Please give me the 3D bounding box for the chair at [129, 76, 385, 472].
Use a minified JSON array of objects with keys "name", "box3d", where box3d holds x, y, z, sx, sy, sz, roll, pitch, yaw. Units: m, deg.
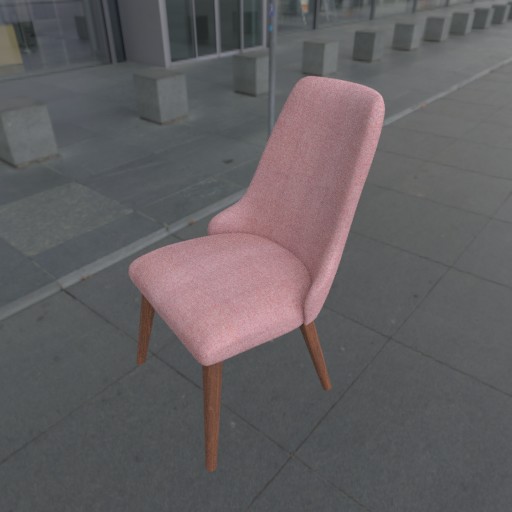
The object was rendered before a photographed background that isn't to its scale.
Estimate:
[{"name":"chair","box3d":[0.000,0.000,1.346,0.707,0.918,0.535,-21,39,-29]}]
